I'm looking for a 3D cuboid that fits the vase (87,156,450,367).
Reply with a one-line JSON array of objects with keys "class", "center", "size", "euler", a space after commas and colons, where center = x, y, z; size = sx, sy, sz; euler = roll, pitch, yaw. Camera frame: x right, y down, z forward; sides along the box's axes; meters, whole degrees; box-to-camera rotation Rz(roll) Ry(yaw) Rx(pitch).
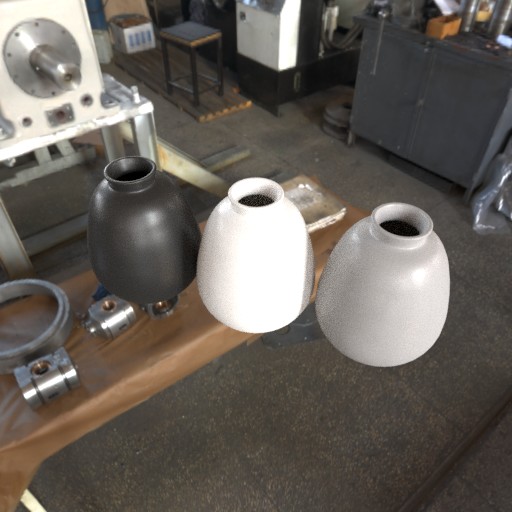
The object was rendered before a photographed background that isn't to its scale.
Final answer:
[{"class": "vase", "center": [0.000, 0.000, 0.353], "size": [0.297, 0.122, 0.097], "euler": [12, 44, 13]}]
